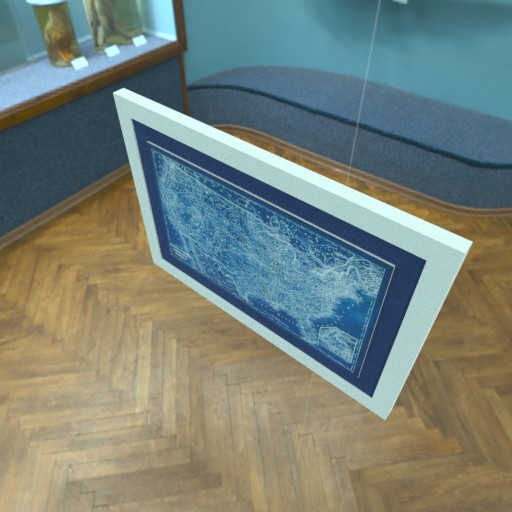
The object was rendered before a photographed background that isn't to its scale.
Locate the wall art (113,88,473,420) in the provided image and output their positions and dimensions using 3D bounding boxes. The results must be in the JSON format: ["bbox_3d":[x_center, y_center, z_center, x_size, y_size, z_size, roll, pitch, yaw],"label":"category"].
[{"bbox_3d":[0.000,0.000,1.666,1.308,0.902,0.051,30,53,26],"label":"wall art"}]
